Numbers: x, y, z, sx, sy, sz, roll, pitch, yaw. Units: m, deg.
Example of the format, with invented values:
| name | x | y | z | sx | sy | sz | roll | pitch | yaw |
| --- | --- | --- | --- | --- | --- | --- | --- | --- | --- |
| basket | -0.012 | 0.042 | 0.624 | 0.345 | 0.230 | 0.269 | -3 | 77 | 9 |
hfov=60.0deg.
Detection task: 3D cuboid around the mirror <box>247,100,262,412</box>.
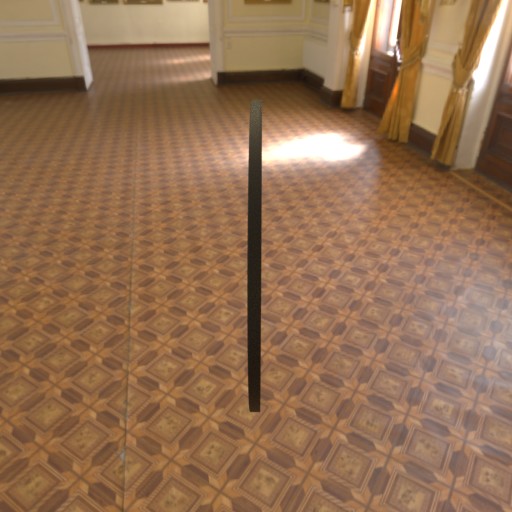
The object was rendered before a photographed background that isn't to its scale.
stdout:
| name | x | y | z | sx | sy | sz | roll | pitch | yaw |
| --- | --- | --- | --- | --- | --- | --- | --- | --- | --- |
| mirror | 0.000 | 0.000 | 1.621 | 0.036 | 1.077 | 1.077 | 0 | 31 | 1 |
